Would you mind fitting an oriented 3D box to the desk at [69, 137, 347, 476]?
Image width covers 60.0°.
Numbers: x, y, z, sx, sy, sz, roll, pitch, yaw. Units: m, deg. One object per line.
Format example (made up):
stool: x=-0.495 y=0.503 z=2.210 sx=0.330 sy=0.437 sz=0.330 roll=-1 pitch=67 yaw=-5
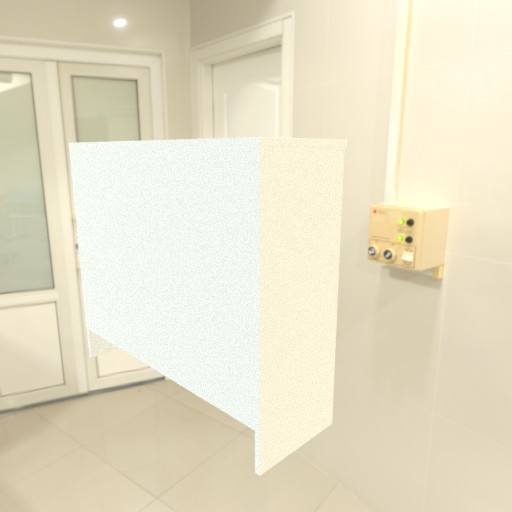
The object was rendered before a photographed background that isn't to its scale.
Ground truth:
desk: x=0.000 y=0.000 z=1.652 sx=0.940 sy=0.818 sz=0.926 roll=13 pitch=18 yaw=43
